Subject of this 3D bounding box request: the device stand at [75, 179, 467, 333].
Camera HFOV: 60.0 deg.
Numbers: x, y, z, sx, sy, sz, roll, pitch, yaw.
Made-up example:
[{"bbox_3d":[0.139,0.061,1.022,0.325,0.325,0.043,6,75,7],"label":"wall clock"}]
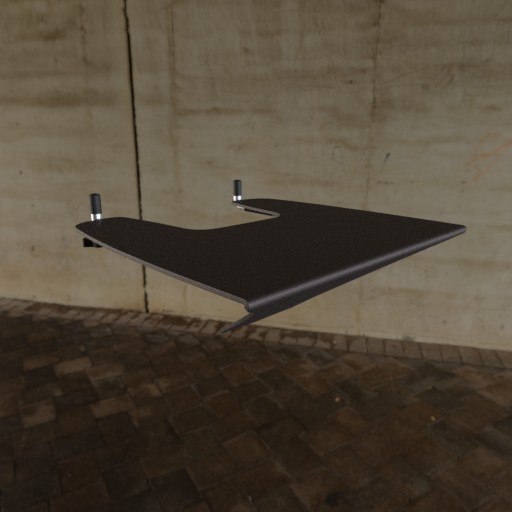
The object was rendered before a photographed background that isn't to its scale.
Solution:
[{"bbox_3d":[0.000,0.000,0.351,0.230,0.092,0.230,-14,21,-42],"label":"device stand"}]
